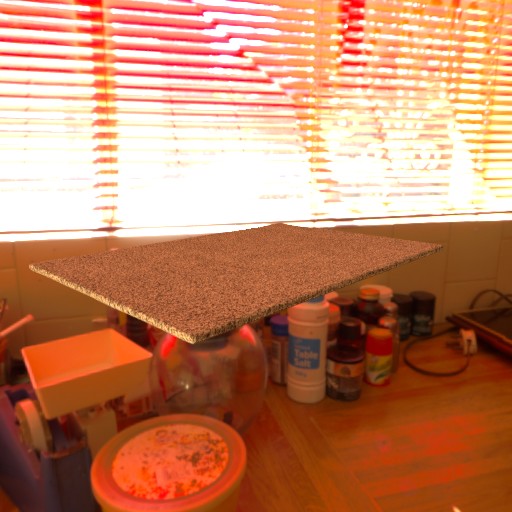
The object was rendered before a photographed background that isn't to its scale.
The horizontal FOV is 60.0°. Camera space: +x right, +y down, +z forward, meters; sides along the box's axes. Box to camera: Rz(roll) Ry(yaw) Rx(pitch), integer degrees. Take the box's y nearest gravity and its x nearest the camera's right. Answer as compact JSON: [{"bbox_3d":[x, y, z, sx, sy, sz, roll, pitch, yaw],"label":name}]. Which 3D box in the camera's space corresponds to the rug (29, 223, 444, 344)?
[{"bbox_3d":[0.000,0.000,2.266,1.219,0.030,1.778,12,18,43],"label":"rug"}]
